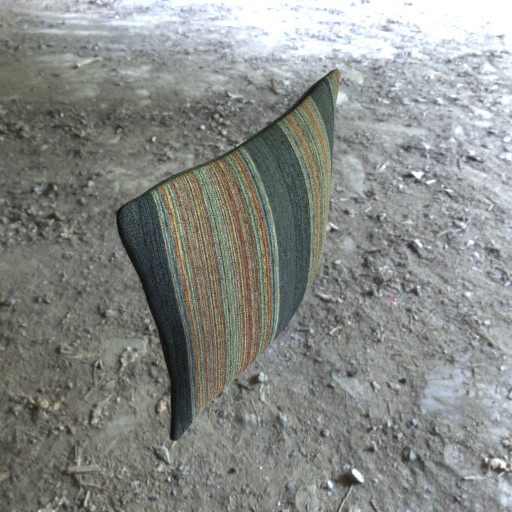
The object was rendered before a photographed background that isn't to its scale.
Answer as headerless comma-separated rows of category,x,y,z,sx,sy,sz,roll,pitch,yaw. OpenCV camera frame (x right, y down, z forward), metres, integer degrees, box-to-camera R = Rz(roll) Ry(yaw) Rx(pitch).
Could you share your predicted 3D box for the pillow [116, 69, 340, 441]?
pillow,0.000,0.000,0.648,0.136,0.419,0.437,24,47,25
